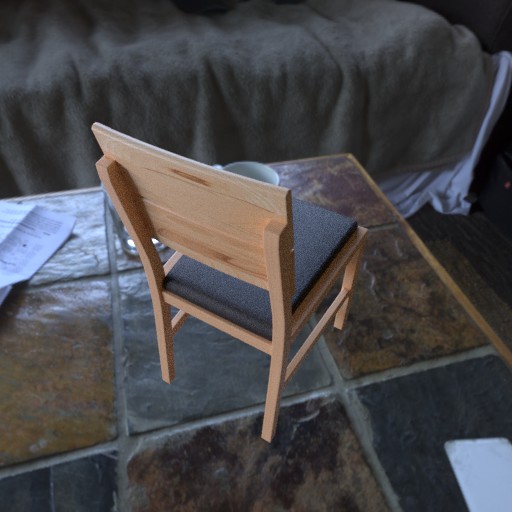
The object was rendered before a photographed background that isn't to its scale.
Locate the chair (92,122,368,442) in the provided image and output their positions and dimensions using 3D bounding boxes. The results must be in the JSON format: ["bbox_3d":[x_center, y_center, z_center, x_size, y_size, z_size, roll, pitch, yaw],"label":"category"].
[{"bbox_3d":[0.000,0.000,1.268,0.475,0.950,0.560,23,49,21],"label":"chair"}]
